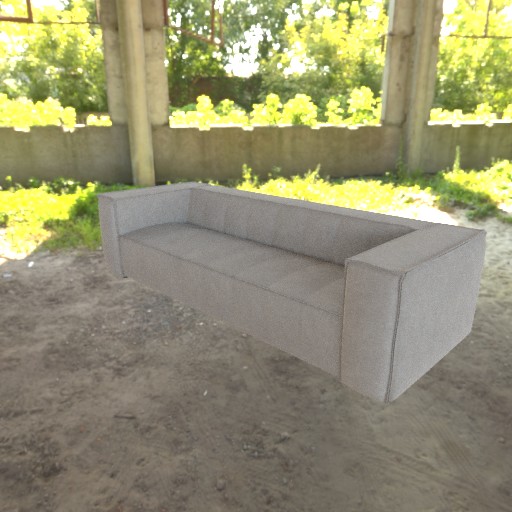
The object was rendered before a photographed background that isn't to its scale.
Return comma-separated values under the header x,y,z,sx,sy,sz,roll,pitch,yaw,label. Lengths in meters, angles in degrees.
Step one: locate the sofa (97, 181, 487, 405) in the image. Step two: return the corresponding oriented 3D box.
x,y,z,sx,sy,sz,roll,pitch,yaw,label
0.000,0.000,3.096,2.697,0.680,1.038,17,24,42,sofa
